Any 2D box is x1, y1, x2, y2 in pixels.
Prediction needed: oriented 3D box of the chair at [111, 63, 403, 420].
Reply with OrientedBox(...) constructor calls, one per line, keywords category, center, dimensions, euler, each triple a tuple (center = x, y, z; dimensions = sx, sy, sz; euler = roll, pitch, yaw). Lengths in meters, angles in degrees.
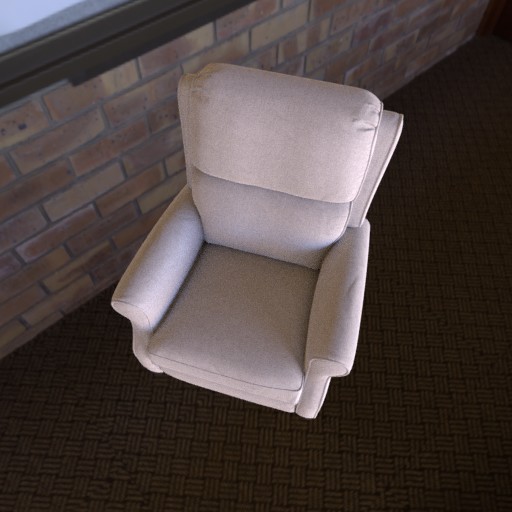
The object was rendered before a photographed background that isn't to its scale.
OrientedBox(category="chair", center=(0.000, 0.000, 1.711), dimensions=(0.859, 1.046, 0.919), euler=(14, 59, 9))
